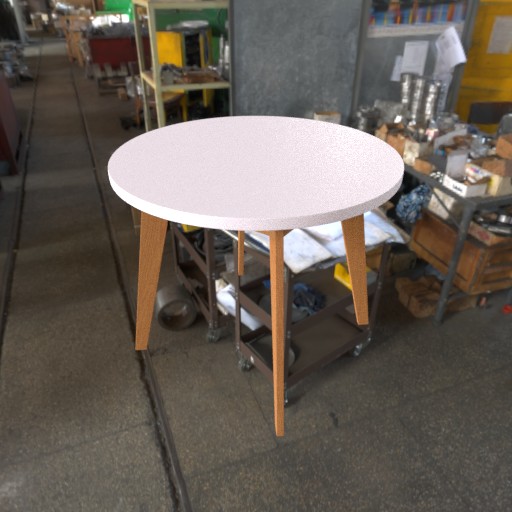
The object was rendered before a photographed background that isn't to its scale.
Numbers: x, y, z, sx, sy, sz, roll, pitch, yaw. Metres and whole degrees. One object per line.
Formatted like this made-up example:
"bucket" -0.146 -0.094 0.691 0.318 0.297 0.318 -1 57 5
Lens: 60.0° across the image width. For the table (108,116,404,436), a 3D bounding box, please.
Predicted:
"table" 0.000 0.000 1.593 0.896 0.762 0.896 0 32 0
